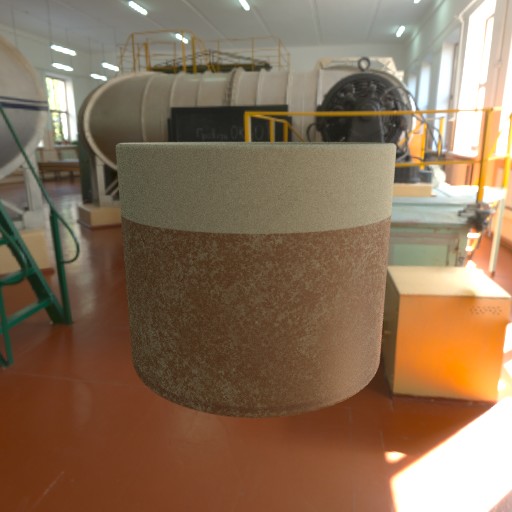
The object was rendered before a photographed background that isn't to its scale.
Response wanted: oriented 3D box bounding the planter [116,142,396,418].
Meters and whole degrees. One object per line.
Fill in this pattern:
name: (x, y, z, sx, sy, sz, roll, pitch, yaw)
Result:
planter: (0.000, 0.000, 0.279, 0.159, 0.138, 0.159, 0, 15, 0)
